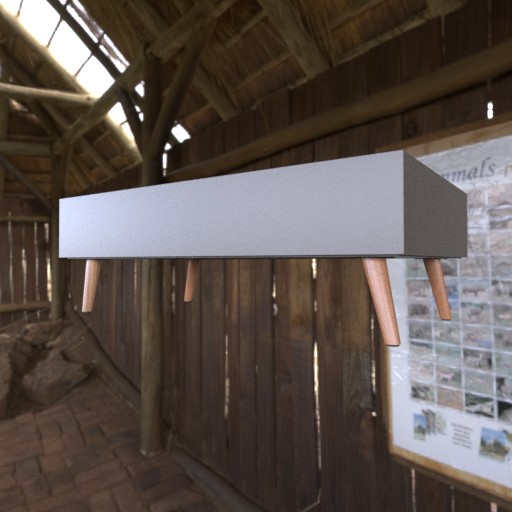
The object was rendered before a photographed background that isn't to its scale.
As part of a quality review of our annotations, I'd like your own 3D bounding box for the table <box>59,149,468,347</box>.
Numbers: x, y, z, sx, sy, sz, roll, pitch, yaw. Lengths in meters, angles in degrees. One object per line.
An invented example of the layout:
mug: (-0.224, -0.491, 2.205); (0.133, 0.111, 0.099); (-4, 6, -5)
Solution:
table: (0.000, 0.000, 1.504); (1.201, 0.404, 0.703); (-1, -1, 35)
